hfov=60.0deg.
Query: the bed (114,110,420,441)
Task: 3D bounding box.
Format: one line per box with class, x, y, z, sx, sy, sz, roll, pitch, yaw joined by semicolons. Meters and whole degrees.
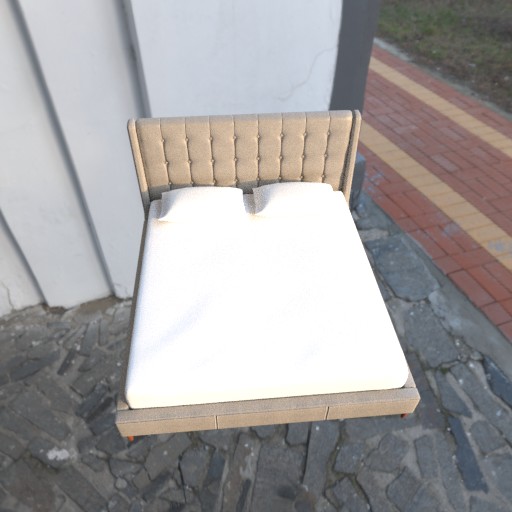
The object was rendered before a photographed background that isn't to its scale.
bed;0.000;0.000;3.561;2.062;1.289;2.342;-3;45;-3
